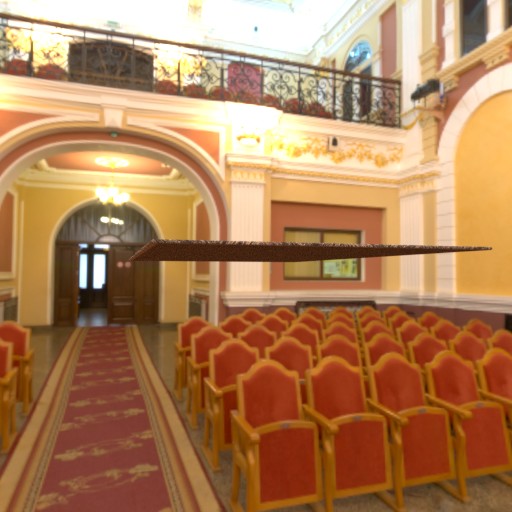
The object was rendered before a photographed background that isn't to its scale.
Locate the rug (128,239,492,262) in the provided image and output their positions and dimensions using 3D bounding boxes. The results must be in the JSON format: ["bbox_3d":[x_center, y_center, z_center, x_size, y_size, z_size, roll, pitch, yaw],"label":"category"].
[{"bbox_3d":[0.000,0.000,2.248,1.189,0.011,1.808,1,-2,-18],"label":"rug"}]
